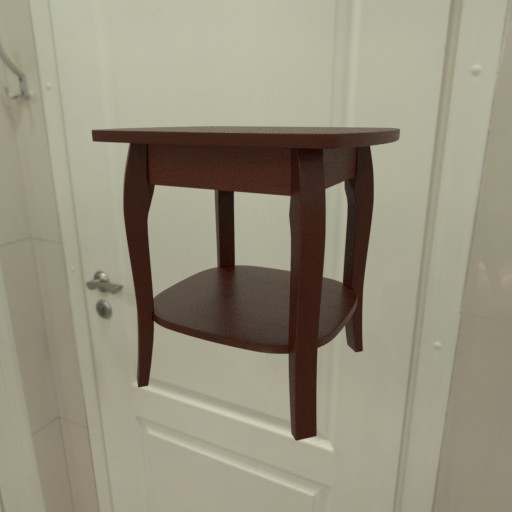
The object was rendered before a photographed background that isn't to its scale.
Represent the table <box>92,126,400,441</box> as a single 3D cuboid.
[{"bbox_3d":[0.000,0.000,0.897,0.502,0.496,0.433,9,19,26],"label":"table"}]
